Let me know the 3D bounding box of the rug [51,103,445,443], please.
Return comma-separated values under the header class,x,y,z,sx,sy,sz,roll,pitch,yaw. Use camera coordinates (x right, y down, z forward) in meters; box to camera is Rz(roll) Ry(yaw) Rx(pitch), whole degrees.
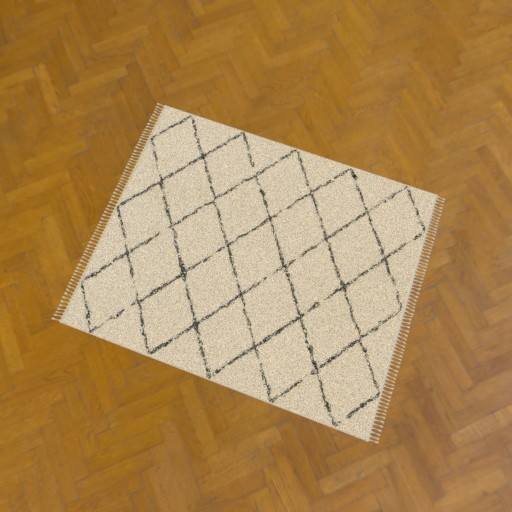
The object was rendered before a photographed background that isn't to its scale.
class,x,y,z,sx,sy,sz,roll,pitch,yaw
rug,0.000,0.000,4.142,3.051,0.013,2.380,20,76,5
